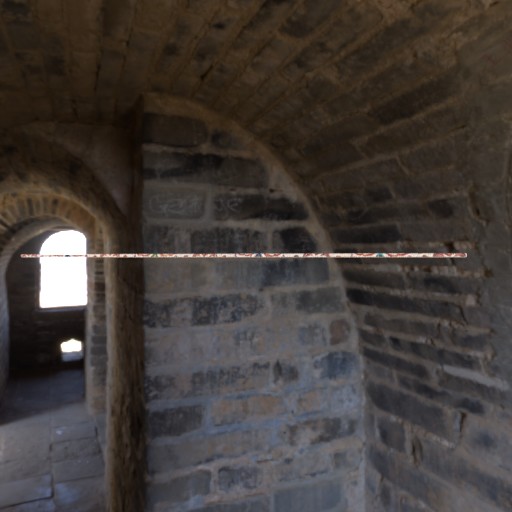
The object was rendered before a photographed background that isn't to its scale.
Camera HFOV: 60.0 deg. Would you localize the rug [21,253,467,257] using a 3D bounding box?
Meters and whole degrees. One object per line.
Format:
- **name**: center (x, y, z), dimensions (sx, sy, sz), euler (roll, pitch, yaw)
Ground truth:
- **rug**: center (0.000, 0.000, 2.874), dimensions (2.297, 0.018, 1.541), euler (0, 0, 18)
